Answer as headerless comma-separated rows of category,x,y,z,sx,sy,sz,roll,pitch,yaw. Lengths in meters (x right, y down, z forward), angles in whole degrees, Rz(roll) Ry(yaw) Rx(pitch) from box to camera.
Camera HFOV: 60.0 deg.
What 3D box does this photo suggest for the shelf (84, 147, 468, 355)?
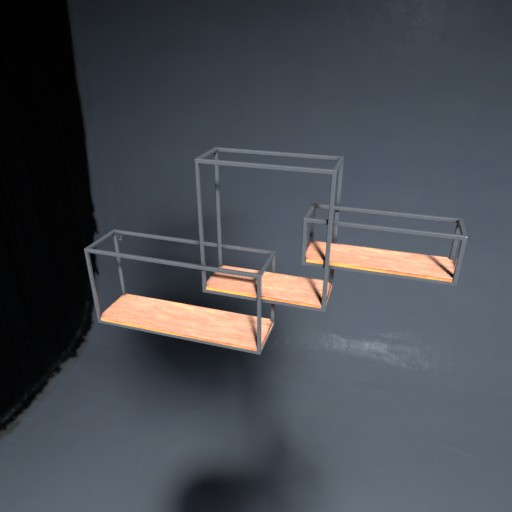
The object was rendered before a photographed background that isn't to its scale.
shelf,0.000,0.000,2.157,1.781,0.972,0.275,8,28,16
